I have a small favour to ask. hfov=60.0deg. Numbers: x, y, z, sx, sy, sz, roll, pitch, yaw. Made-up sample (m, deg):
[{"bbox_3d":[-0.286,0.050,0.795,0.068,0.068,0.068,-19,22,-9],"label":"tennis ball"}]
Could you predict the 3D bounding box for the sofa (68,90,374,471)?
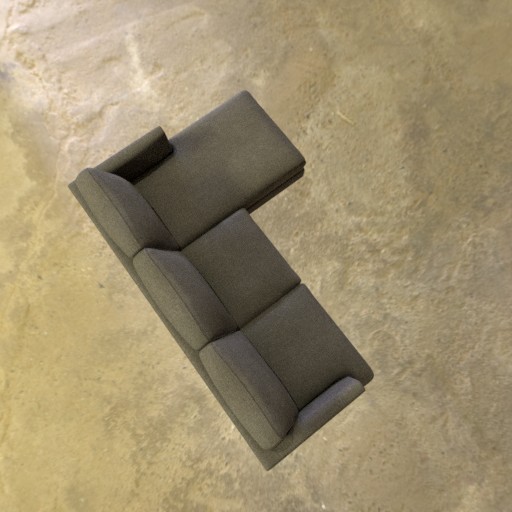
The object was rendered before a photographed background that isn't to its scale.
[{"bbox_3d":[0.000,0.000,3.070,1.504,0.956,2.233,-36,78,-9],"label":"sofa"}]
